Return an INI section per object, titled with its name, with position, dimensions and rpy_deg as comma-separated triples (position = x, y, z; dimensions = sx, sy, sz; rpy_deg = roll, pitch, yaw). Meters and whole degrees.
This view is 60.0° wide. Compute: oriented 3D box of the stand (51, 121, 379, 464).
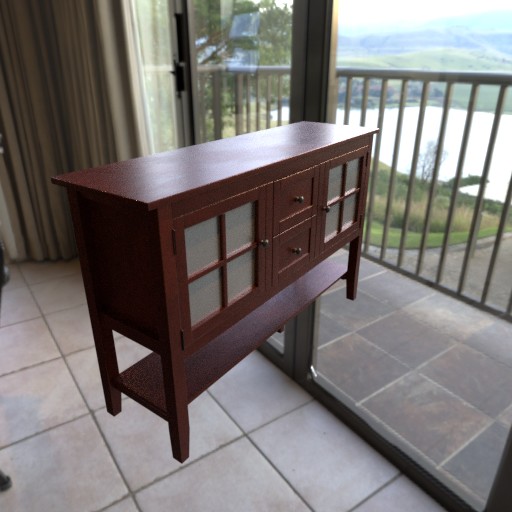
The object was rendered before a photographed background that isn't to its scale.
[stand]
position = 0.000, 0.000, 1.793
dimensions = 0.410, 0.872, 1.362
rpy_deg = 17, 30, 33
